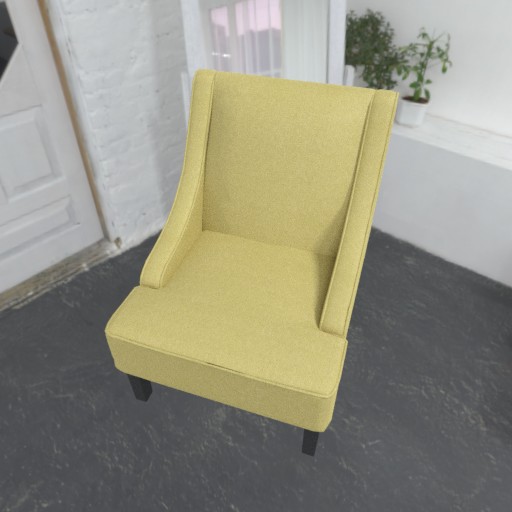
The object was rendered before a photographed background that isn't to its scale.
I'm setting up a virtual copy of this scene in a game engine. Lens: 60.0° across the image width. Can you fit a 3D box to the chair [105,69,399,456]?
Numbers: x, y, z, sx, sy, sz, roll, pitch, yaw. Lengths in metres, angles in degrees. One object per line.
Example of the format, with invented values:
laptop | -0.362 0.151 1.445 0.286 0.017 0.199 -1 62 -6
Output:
chair | 0.000 0.000 1.457 0.696 0.896 0.814 12 42 14
